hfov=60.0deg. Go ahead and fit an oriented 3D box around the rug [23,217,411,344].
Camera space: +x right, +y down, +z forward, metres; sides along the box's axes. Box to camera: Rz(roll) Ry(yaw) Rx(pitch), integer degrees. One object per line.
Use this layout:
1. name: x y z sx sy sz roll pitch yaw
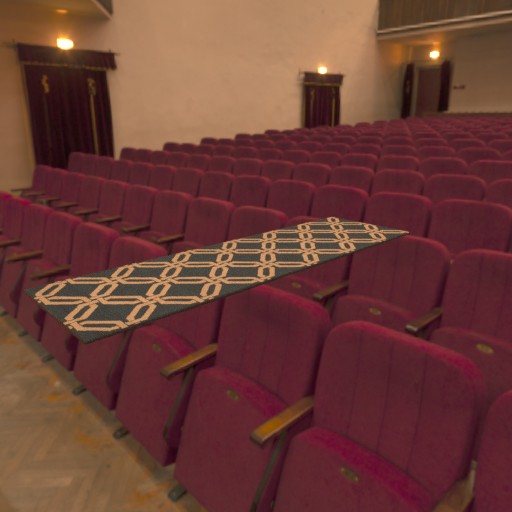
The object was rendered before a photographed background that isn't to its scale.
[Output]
1. rug: 0.000 0.000 2.522 2.276 0.014 0.678 -16 23 -41
